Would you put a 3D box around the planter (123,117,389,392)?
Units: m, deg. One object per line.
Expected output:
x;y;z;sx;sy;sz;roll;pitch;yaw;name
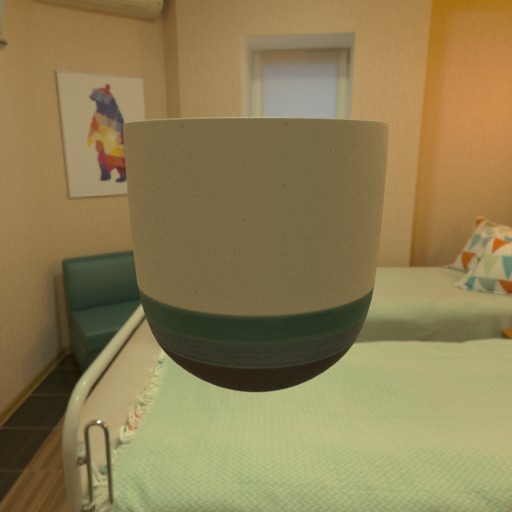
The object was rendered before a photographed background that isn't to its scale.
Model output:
0.000;0.000;0.378;0.204;0.214;0.204;0;14;0;planter
